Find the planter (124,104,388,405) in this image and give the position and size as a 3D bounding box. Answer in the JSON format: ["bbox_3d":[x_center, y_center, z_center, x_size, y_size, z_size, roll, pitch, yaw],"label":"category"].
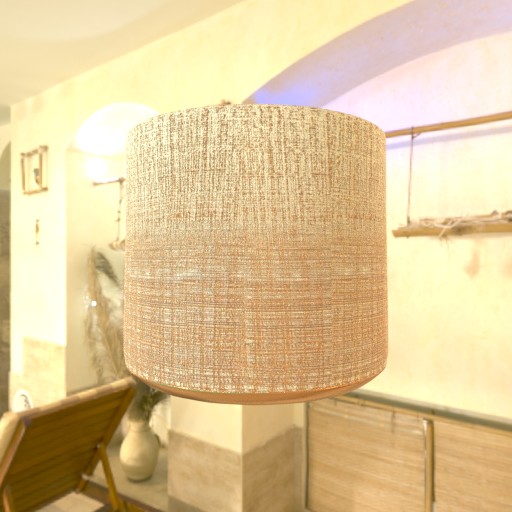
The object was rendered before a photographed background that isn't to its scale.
[{"bbox_3d":[0.000,0.000,0.190,0.109,0.096,0.109,0,0,0],"label":"planter"}]
